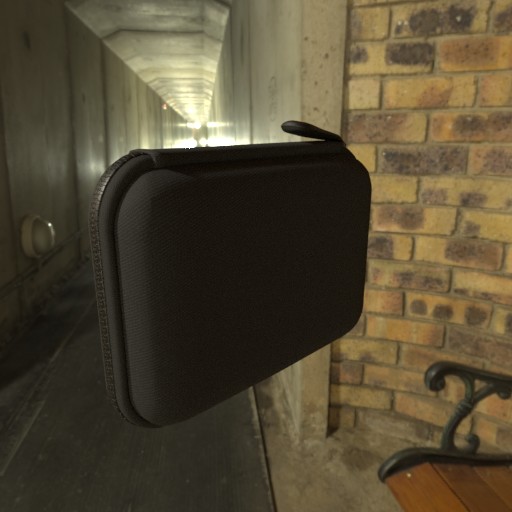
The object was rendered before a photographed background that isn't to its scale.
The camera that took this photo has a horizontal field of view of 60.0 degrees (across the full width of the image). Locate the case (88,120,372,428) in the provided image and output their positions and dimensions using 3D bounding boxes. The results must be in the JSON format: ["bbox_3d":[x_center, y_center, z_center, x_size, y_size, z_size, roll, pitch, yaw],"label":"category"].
[{"bbox_3d":[0.000,0.000,0.179,0.132,0.105,0.038,-15,22,-42],"label":"case"}]
